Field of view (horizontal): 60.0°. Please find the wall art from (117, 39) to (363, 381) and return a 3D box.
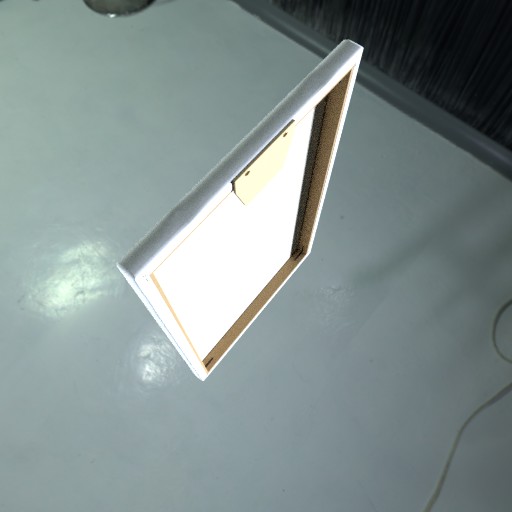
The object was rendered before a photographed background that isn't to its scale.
[{"bbox_3d":[0.000,0.000,1.145,0.048,0.902,0.602,36,70,15],"label":"wall art"}]
